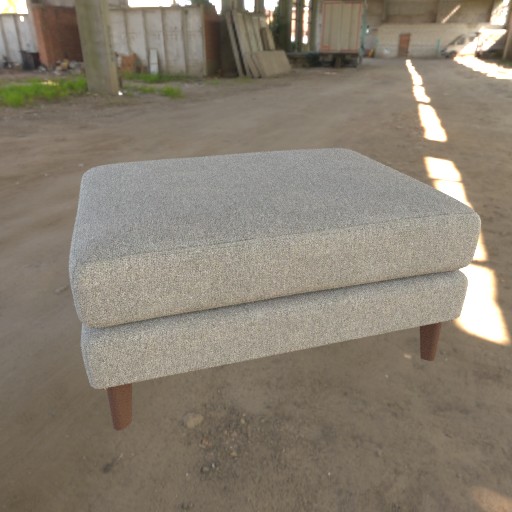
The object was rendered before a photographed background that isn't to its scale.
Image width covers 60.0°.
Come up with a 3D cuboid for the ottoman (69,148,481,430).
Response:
[{"bbox_3d":[0.000,0.000,1.139,0.821,0.441,0.611,-8,27,-15],"label":"ottoman"}]
